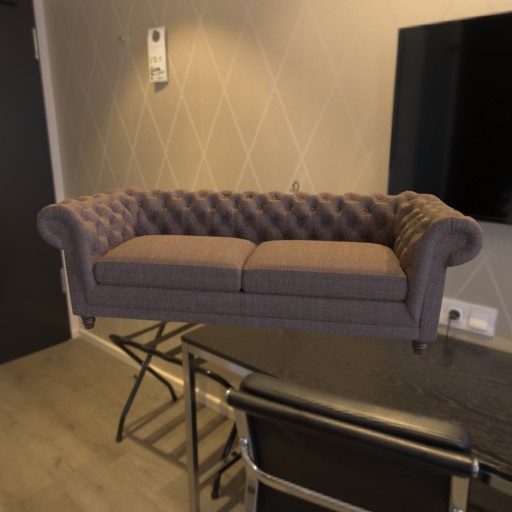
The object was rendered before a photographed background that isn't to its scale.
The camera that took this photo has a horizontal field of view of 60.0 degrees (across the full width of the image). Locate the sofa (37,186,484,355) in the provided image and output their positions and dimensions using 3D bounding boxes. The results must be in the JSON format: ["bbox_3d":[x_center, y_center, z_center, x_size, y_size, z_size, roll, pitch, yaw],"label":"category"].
[{"bbox_3d":[0.000,0.000,2.810,2.385,0.787,0.944,3,15,10],"label":"sofa"}]
